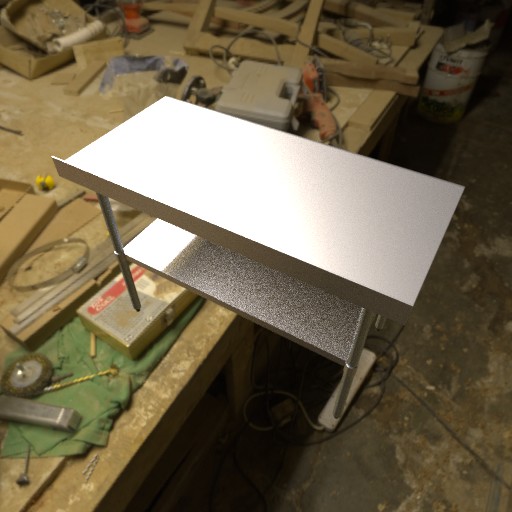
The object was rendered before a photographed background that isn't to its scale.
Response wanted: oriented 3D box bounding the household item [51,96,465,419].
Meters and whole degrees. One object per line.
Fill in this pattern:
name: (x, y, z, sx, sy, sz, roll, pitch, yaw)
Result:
household item: (0.000, 0.000, 1.744, 1.219, 0.851, 0.610, 23, 50, 21)
